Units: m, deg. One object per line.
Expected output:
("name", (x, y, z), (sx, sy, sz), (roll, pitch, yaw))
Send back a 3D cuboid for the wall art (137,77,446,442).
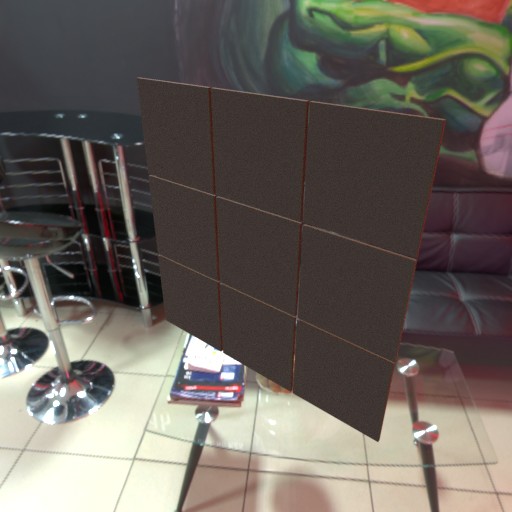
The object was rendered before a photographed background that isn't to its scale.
("wall art", (0.000, 0.000, 2.185), (1.527, 1.521, 0.017), (21, 36, 33))
